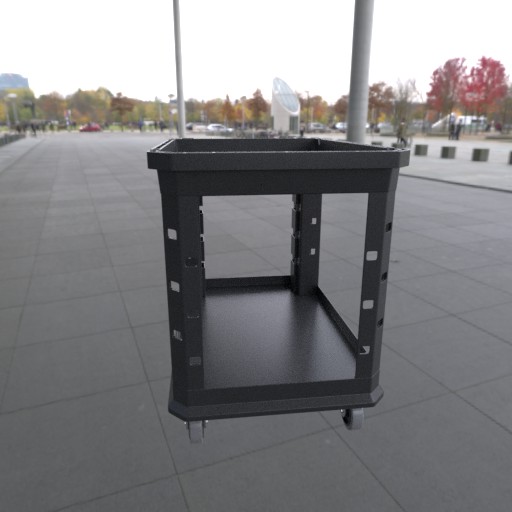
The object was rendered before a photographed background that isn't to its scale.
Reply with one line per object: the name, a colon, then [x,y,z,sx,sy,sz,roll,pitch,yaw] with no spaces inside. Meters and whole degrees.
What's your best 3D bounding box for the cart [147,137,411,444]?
cart: [0.000,0.000,1.767,0.674,0.884,1.239,-2,17,-7]
